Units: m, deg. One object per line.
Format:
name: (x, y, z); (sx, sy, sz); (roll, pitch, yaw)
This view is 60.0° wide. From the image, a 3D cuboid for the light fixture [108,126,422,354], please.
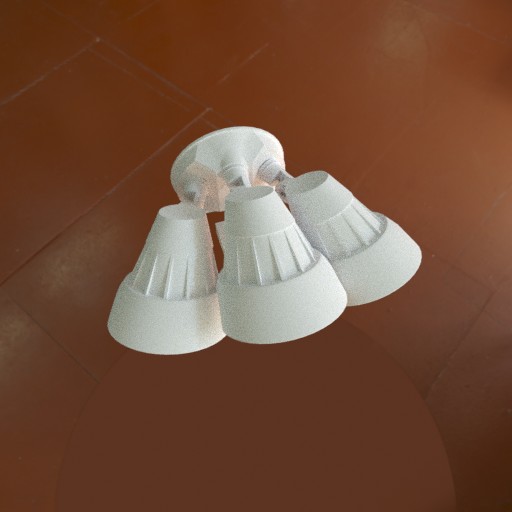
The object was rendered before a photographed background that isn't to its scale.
light fixture: (0.000, 0.000, 0.560); (0.369, 0.237, 0.278); (-14, 64, -7)
